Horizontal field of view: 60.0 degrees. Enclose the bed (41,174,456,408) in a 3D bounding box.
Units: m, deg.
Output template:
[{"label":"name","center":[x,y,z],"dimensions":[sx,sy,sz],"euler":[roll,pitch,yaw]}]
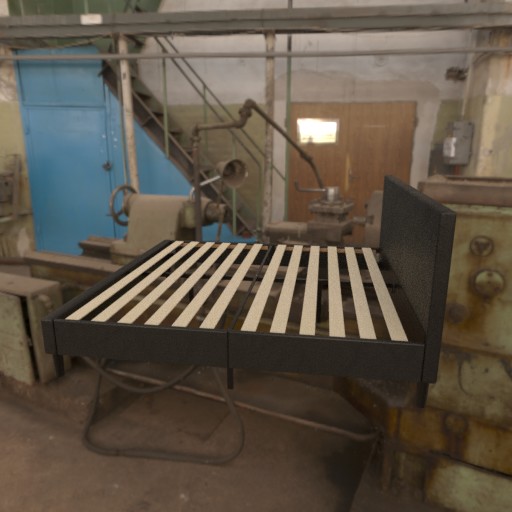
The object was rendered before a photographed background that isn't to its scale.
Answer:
[{"label":"bed","center":[0.000,0.000,3.262],"dimensions":[2.152,1.046,2.018],"euler":[2,15,8]}]
